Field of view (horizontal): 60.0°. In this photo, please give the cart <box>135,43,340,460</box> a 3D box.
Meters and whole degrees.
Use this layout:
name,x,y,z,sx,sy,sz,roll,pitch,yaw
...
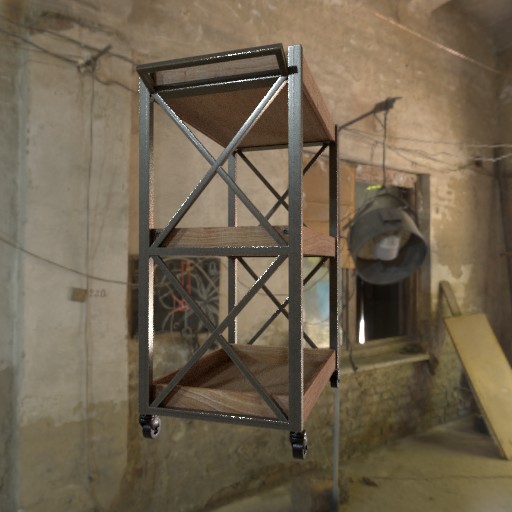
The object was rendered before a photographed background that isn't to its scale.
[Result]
name,x,y,z,sx,sy,sz,roll,pitch,yaw
cart,0.000,0.000,1.197,0.377,0.835,0.673,0,-1,18
